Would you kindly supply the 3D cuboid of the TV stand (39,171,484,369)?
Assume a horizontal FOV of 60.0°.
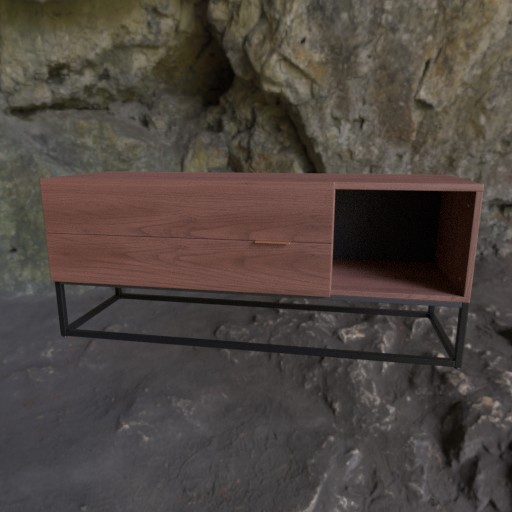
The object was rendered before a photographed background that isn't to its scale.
[{"bbox_3d":[0.000,0.000,1.416,1.200,0.500,0.415,2,14,10],"label":"TV stand"}]
